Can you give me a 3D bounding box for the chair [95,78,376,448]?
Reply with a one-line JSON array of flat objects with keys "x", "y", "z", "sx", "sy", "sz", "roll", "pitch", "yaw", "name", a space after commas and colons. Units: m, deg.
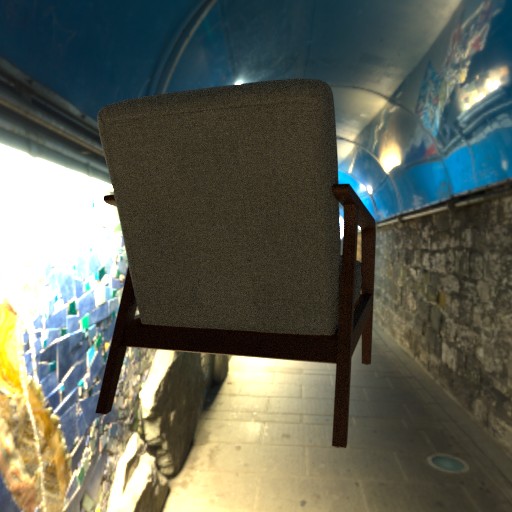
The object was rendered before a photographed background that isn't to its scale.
[{"x": 0.000, "y": 0.000, "z": 1.432, "sx": 0.704, "sy": 0.847, "sz": 0.858, "roll": 0, "pitch": 1, "yaw": 18, "name": "chair"}]
